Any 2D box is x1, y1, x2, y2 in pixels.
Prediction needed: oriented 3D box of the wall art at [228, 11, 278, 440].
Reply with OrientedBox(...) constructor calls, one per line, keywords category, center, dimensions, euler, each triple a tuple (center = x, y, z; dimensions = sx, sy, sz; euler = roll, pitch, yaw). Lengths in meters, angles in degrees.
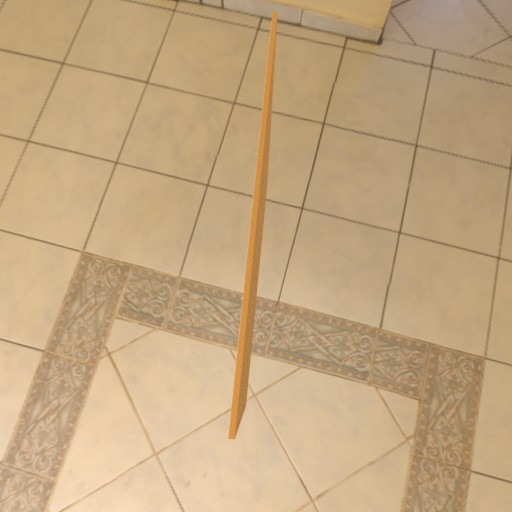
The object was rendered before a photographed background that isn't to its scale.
OrientedBox(category="wall art", center=(0.000, 0.000, 1.402), dimensions=(0.013, 0.959, 0.962), euler=(5, 75, 1))
